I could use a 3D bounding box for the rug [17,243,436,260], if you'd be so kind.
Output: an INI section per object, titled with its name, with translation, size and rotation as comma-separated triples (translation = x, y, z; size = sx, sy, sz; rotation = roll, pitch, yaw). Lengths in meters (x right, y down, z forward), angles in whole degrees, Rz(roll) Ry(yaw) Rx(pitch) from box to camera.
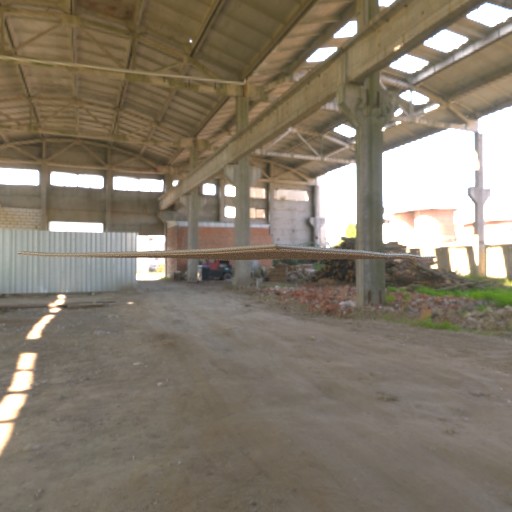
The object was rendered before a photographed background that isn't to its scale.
[rug]
translation = 0.000, 0.000, 3.954
size = 2.399, 0.054, 3.011
rotation = -1, -1, 35
